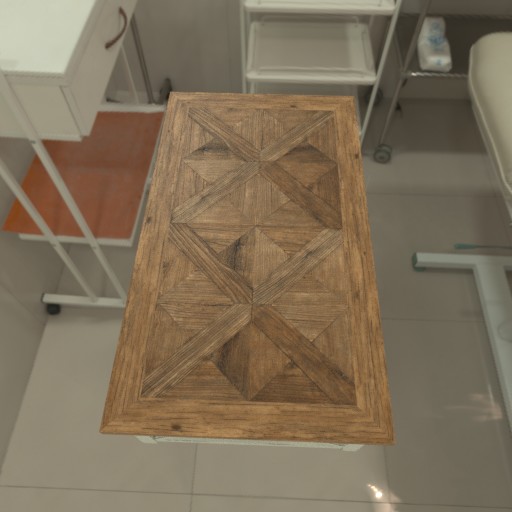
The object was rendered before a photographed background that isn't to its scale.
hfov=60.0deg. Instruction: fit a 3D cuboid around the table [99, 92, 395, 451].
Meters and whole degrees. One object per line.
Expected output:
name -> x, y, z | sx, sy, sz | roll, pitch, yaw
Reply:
table -> 0.000, 0.000, 1.733 | 0.800, 0.410, 1.400 | 2, 59, 1
